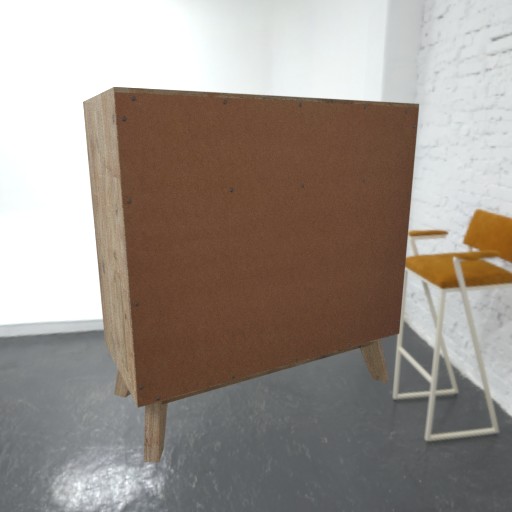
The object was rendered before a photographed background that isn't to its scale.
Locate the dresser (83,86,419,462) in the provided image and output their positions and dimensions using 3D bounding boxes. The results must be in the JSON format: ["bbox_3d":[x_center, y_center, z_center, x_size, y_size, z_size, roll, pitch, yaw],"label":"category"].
[{"bbox_3d":[0.000,0.000,1.569,0.998,1.029,0.455,-8,17,-28],"label":"dresser"}]
